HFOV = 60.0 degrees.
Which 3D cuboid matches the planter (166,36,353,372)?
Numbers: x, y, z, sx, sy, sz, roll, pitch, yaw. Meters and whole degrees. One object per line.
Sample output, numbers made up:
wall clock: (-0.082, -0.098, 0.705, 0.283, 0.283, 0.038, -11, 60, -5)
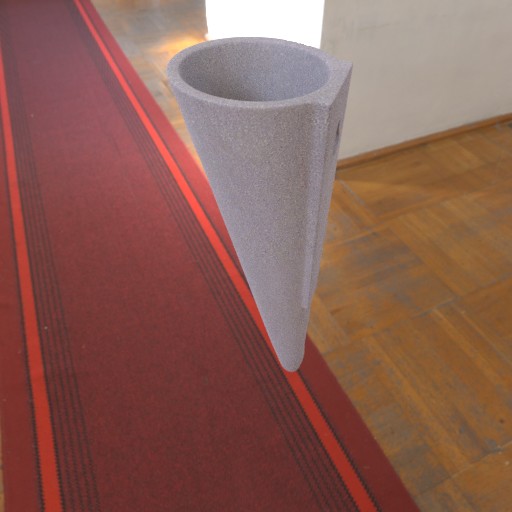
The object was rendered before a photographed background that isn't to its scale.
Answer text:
planter: (0.000, 0.000, 0.304, 0.087, 0.259, 0.078, 15, 48, 14)
